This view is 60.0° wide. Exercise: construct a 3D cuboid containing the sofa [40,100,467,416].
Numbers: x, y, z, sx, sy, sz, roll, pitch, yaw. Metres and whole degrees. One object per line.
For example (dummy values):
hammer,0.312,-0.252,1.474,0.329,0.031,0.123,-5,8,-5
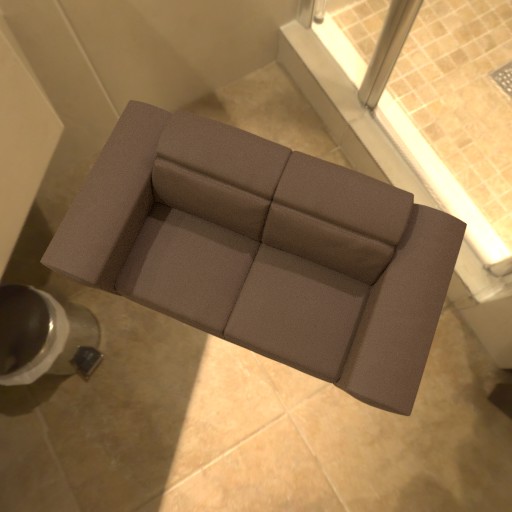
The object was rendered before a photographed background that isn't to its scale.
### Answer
sofa,0.000,0.000,2.390,1.895,0.779,1.003,21,76,6
